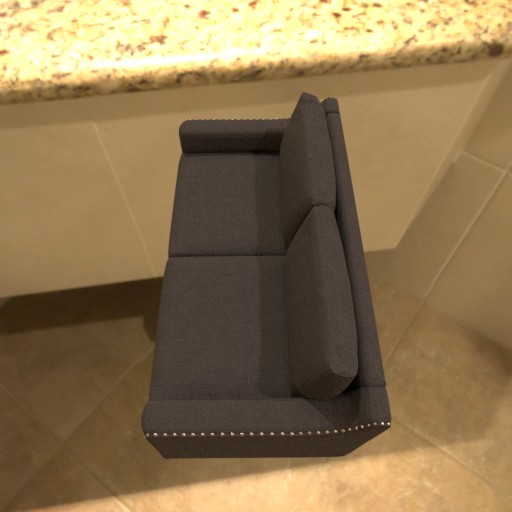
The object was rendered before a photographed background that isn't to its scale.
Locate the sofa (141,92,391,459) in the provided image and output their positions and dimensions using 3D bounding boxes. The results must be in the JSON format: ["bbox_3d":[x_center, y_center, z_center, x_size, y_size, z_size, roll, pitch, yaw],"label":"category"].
[{"bbox_3d":[0.000,0.000,3.214,1.336,1.196,2.550,0,57,0],"label":"sofa"}]
